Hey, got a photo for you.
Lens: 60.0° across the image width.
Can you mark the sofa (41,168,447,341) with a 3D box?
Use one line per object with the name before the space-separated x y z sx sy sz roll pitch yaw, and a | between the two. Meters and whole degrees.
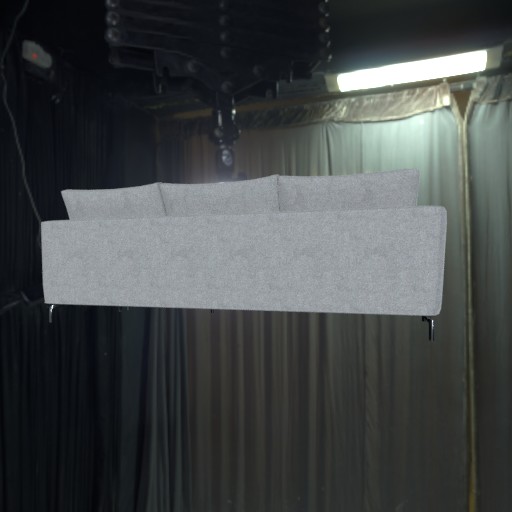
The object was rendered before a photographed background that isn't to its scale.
sofa | 0.000 0.000 3.200 2.438 0.864 1.626 0 -1 18
